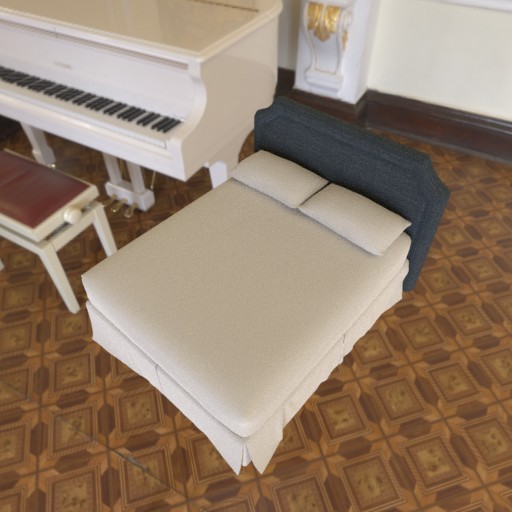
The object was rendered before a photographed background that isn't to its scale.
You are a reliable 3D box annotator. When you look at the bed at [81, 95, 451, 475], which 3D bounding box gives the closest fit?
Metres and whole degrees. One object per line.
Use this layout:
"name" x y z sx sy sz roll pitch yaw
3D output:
"bed" 0.000 0.000 3.316 1.828 1.297 2.208 32 54 27
